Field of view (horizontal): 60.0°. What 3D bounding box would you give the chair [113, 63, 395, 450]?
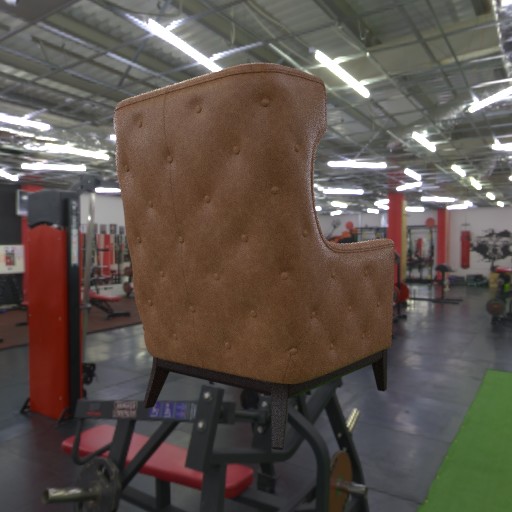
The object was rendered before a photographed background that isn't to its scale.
[{"bbox_3d":[0.000,0.000,1.640,0.766,1.079,0.899,1,1,36],"label":"chair"}]
